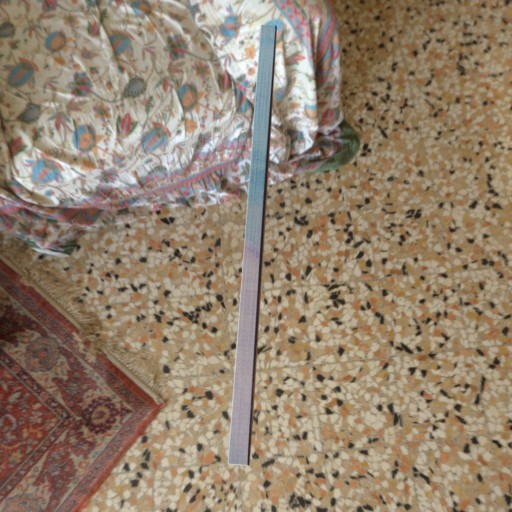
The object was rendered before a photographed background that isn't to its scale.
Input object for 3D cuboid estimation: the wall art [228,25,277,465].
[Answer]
[{"bbox_3d":[0.000,0.000,1.162,0.037,0.605,0.911,4,74,1],"label":"wall art"}]
